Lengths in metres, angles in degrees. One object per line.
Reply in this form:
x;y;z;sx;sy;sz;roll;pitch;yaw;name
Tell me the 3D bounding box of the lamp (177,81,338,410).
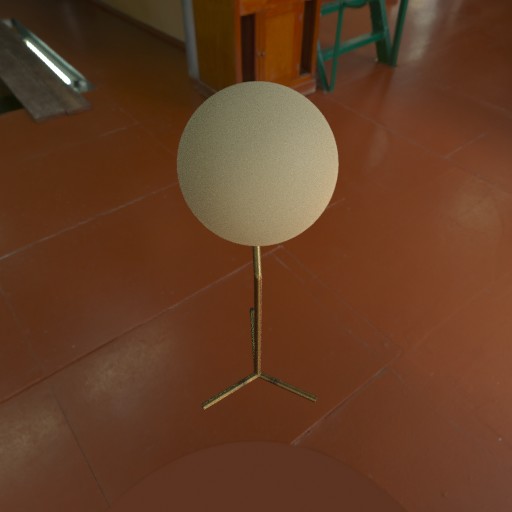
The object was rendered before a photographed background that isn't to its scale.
0.000;0.000;0.672;0.210;0.552;0.251;-3;46;-3;lamp
